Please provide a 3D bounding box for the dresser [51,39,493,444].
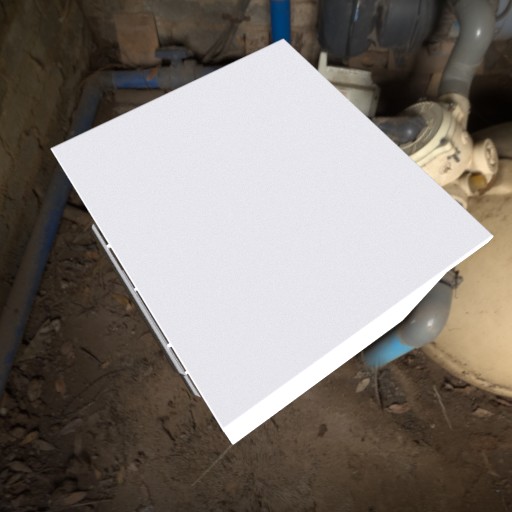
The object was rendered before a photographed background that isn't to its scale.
[{"bbox_3d":[0.000,0.000,0.723,0.400,0.360,0.430,-32,67,-15],"label":"dresser"}]
